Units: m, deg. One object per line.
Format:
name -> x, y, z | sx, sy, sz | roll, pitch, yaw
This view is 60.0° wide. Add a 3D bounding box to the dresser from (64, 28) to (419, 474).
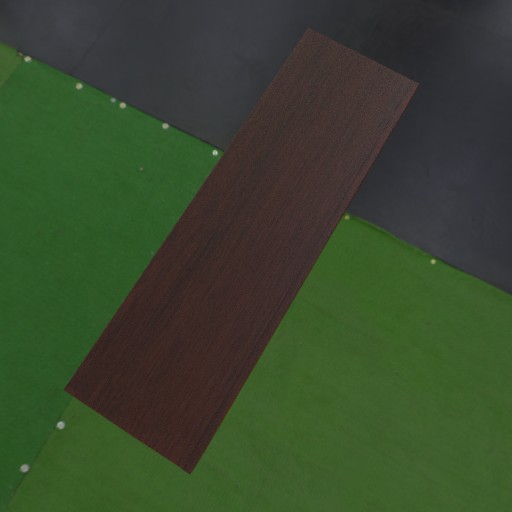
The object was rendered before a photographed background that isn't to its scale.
dresser -> 0.000, 0.000, 2.038 | 0.499, 0.971, 1.609 | 30, 78, 7
